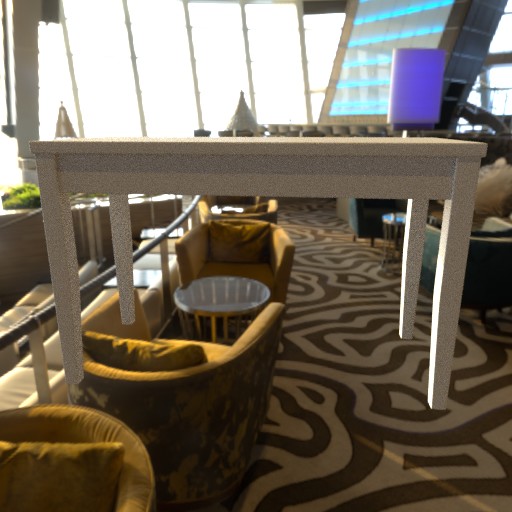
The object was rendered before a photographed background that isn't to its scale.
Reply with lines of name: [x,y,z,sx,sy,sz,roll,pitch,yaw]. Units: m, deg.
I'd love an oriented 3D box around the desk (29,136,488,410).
desk: [0.000,0.000,1.519,1.220,0.775,0.508,2,17,6]
